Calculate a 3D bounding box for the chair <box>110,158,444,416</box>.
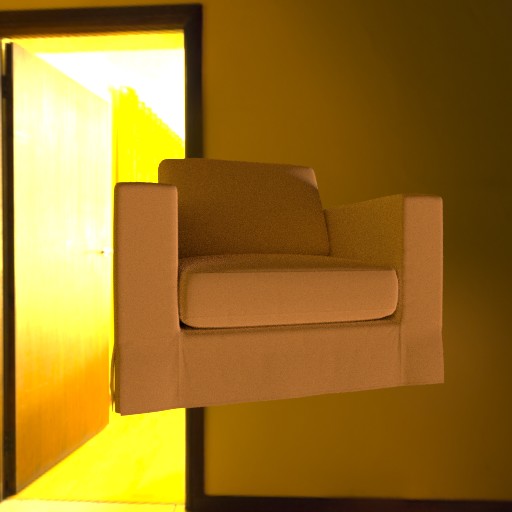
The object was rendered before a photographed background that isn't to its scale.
[{"bbox_3d":[0.000,0.000,1.841,1.150,0.878,0.957,0,1,-17],"label":"chair"}]
